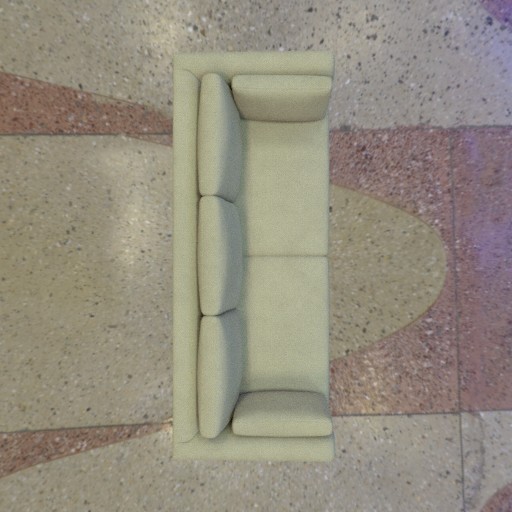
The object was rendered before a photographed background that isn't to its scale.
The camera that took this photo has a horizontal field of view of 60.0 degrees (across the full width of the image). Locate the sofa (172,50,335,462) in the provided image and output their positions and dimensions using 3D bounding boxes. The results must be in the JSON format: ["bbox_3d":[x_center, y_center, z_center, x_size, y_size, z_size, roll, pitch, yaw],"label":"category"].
[{"bbox_3d":[0.000,0.000,2.918,0.969,0.867,2.415,0,90,2],"label":"sofa"}]
